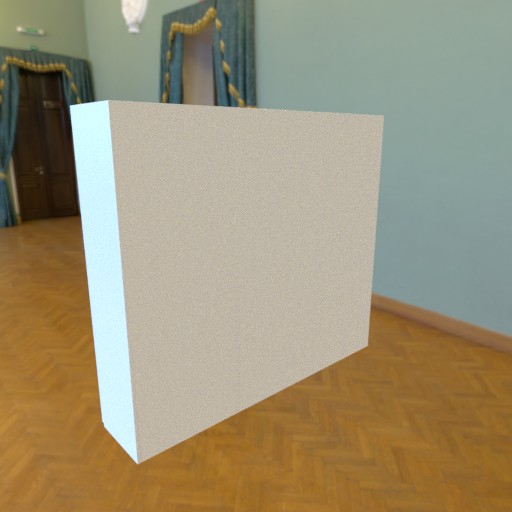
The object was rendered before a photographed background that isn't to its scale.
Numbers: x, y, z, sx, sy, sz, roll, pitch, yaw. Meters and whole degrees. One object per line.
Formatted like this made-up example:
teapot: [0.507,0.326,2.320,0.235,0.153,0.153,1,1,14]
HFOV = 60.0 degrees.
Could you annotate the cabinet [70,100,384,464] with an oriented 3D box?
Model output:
cabinet: [0.000,0.000,3.820,2.700,2.370,0.590,-13,20,-40]
